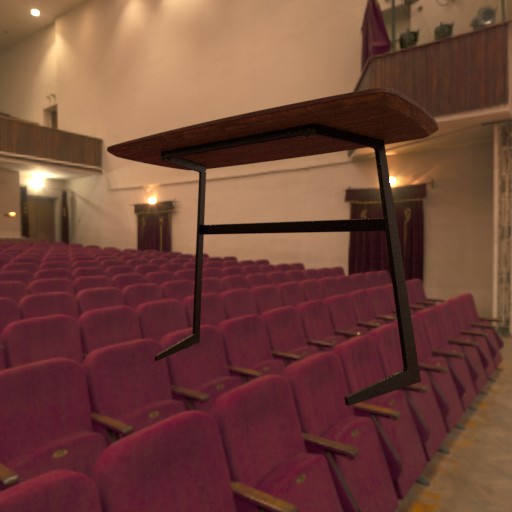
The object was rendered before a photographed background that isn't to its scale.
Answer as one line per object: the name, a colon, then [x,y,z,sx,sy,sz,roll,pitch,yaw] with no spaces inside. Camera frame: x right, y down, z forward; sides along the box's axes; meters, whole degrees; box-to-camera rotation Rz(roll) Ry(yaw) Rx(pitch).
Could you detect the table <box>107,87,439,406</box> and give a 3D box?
table: [0.000,0.000,1.094,0.804,0.576,0.361,1,2,37]
